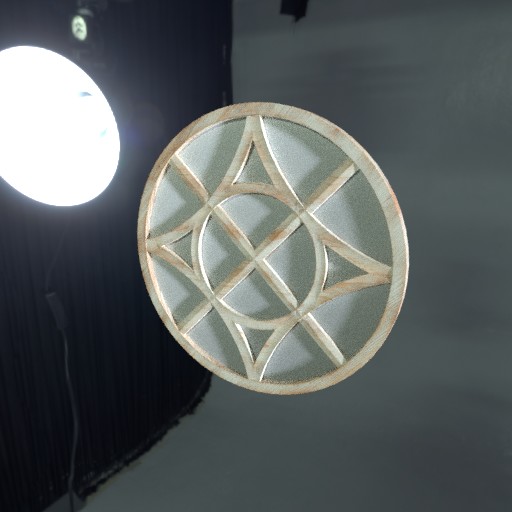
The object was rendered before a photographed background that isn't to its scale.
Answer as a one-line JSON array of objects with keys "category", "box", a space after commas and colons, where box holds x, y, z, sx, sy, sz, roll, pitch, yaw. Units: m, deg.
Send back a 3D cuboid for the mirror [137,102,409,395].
[{"category": "mirror", "box": [0.000, 0.000, 1.084, 0.710, 0.710, 0.038, 7, 15, 26]}]
